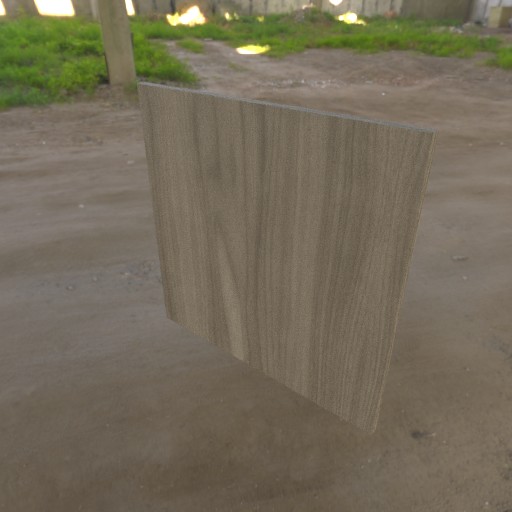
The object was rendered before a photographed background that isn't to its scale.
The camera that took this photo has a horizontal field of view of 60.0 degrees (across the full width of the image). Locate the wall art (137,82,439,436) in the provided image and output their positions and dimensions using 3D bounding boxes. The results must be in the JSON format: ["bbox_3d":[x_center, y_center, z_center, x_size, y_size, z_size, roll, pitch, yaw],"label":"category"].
[{"bbox_3d":[0.000,0.000,0.755,0.508,0.507,0.016,22,37,32],"label":"wall art"}]
